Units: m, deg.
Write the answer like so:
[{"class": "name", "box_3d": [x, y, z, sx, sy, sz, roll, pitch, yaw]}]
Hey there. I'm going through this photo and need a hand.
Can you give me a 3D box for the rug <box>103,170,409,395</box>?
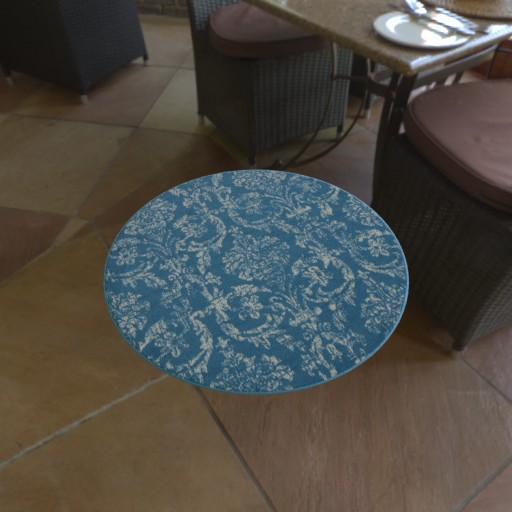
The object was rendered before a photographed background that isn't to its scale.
[{"class": "rug", "box_3d": [0.000, 0.000, 2.377, 1.593, 0.012, 1.593, 0, 46, 0]}]
